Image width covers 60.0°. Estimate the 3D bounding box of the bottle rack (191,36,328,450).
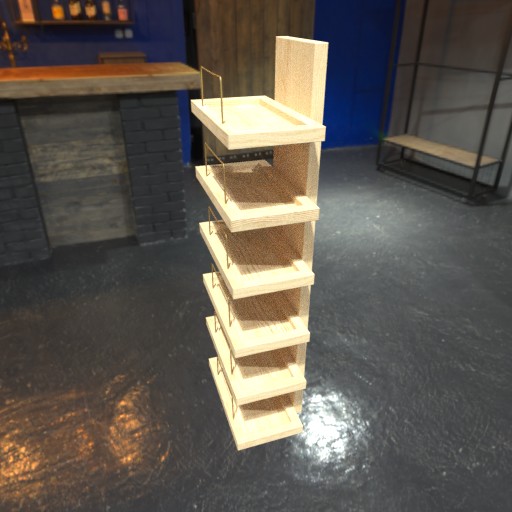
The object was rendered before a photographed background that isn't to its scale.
[{"bbox_3d":[0.000,0.000,1.076,0.206,0.943,0.330,-9,31,-16],"label":"bottle rack"}]
